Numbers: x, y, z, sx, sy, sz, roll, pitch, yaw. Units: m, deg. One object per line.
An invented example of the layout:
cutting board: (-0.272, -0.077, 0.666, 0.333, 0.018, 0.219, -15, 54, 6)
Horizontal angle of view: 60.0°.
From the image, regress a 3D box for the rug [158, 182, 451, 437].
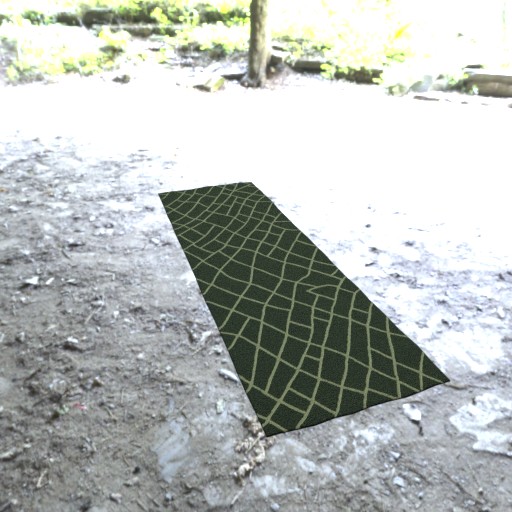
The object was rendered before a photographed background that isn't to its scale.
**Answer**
rug: (0.000, 0.000, 2.671, 0.807, 0.010, 2.476, -10, 31, -17)
